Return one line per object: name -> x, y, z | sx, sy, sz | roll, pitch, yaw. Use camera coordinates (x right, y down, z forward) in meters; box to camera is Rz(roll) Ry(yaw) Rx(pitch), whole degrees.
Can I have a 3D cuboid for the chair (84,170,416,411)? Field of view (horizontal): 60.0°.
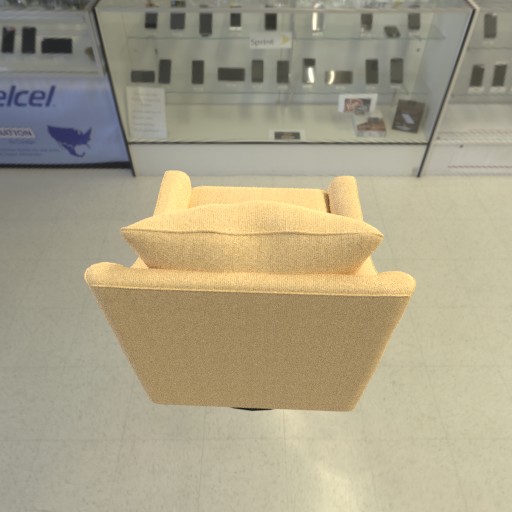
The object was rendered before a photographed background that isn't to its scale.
chair -> 0.000, 0.000, 1.526 | 0.760, 0.927, 0.876 | 2, 47, 2
